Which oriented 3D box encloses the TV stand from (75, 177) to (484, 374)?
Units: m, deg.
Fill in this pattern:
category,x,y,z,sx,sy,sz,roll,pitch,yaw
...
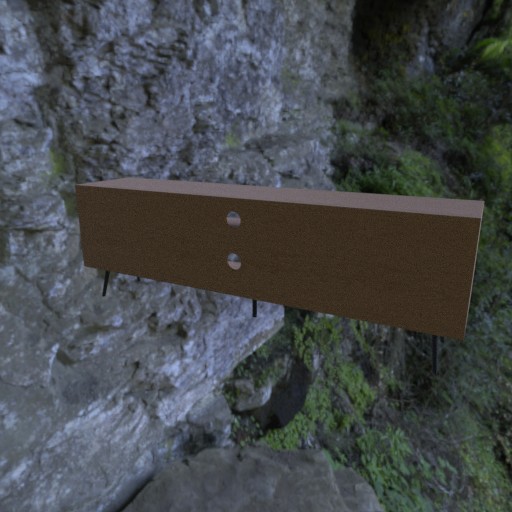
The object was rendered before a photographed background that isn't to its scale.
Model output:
category,x,y,z,sx,sy,sz,roll,pitch,yaw
TV stand,0.000,0.000,1.995,1.760,0.580,0.400,8,18,26
